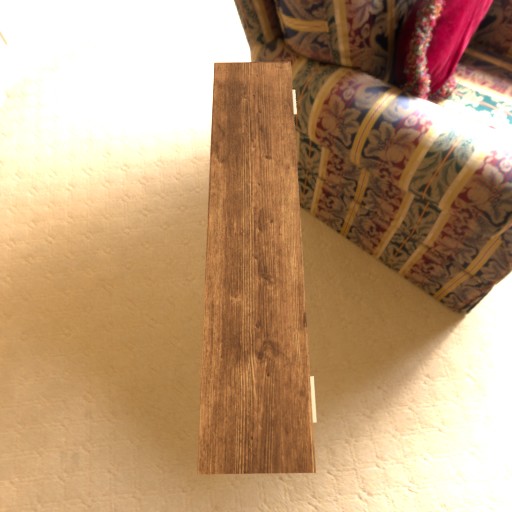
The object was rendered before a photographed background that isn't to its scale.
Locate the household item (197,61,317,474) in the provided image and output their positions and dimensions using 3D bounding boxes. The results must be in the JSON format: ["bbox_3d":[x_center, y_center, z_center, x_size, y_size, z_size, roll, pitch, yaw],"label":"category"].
[{"bbox_3d":[0.000,0.000,2.054,0.390,0.615,1.800,-1,65,0],"label":"household item"}]
